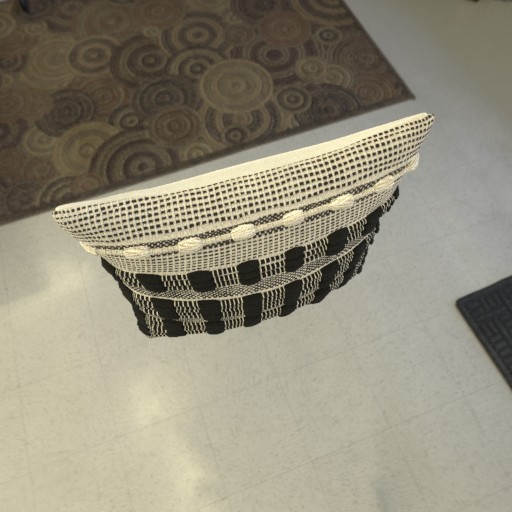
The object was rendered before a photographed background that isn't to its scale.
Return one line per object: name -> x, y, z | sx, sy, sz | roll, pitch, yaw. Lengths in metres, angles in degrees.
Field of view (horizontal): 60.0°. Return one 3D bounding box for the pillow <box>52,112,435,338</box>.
pillow -> 0.000, 0.000, 0.666 | 0.436, 0.438, 0.156 | -16, 65, -8
